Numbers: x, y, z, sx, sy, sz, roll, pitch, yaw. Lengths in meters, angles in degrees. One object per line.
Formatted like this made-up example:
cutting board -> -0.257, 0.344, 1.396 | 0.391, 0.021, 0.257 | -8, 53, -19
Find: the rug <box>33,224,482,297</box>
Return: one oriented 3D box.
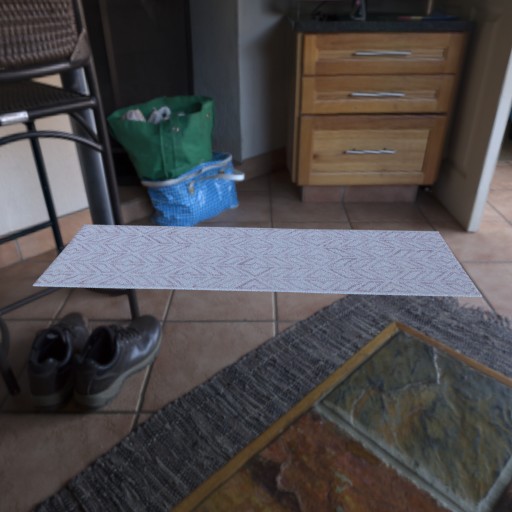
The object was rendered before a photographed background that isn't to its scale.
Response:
rug -> 0.000, 0.000, 2.720 | 2.435, 0.009, 0.750 | 1, 31, 2
